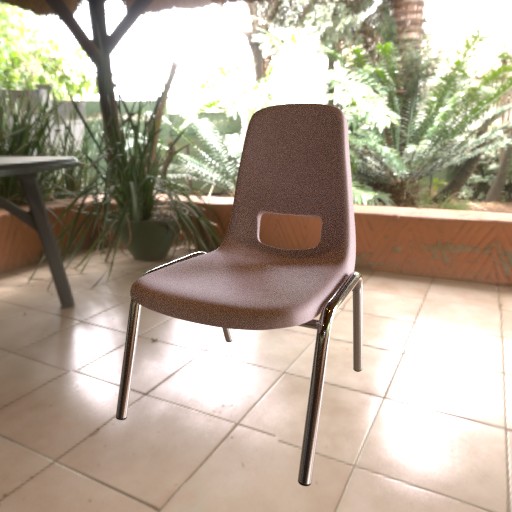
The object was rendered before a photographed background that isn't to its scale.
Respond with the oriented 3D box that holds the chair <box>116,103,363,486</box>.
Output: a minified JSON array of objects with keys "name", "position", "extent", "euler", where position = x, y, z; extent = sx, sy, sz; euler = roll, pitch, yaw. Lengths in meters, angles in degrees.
[{"name":"chair","position":[0.000,0.000,0.783],"extent":[0.354,0.536,0.385],"euler":[7,16,26]}]
